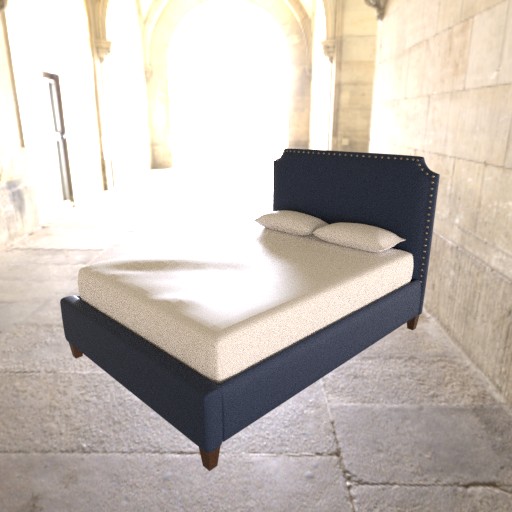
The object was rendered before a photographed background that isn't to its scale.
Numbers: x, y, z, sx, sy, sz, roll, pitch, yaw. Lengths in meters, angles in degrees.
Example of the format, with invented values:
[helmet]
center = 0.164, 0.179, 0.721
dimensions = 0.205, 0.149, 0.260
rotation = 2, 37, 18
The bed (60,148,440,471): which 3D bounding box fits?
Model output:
[bed]
center = 0.000, 0.000, 3.375
dimensions = 1.712, 1.443, 2.372
rotation = 17, 24, 42
